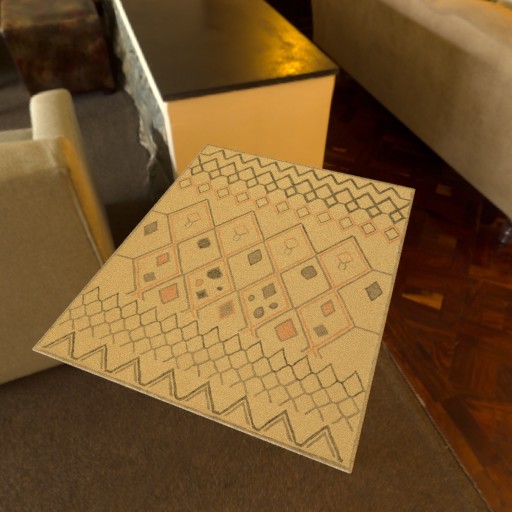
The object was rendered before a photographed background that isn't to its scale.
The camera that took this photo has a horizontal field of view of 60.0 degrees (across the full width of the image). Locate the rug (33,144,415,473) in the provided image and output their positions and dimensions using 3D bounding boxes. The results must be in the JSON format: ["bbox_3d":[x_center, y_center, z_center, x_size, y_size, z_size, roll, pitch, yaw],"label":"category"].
[{"bbox_3d":[0.000,0.000,4.021,2.441,0.016,3.050,16,48,15],"label":"rug"}]
